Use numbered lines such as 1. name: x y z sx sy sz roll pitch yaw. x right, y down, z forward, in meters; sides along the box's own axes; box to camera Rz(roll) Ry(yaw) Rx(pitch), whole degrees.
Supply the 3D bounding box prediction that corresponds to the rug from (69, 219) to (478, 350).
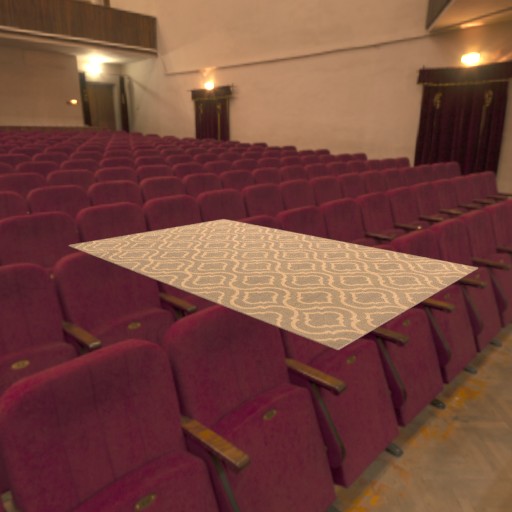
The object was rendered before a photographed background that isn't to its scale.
1. rug: 0.000 0.000 2.233 1.749 0.015 1.141 14 21 42
